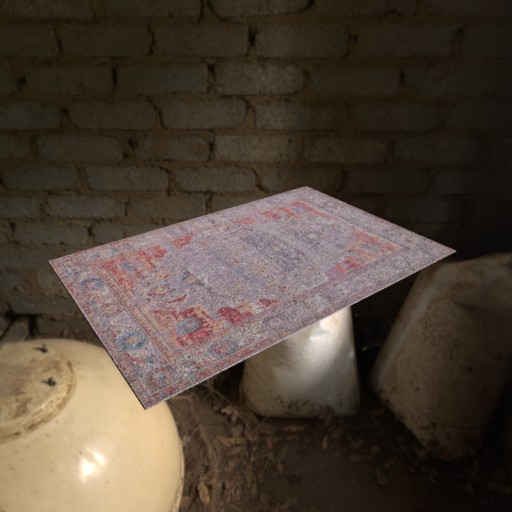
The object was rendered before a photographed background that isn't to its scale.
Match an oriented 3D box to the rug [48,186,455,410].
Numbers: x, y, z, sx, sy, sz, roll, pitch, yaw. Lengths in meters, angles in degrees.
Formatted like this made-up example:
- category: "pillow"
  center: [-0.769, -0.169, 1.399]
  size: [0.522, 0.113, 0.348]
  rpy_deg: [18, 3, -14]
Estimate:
- category: "rug"
  center: [0.000, 0.000, 2.381]
  size: [1.829, 0.005, 1.219]
  rpy_deg: [-20, 36, -31]
